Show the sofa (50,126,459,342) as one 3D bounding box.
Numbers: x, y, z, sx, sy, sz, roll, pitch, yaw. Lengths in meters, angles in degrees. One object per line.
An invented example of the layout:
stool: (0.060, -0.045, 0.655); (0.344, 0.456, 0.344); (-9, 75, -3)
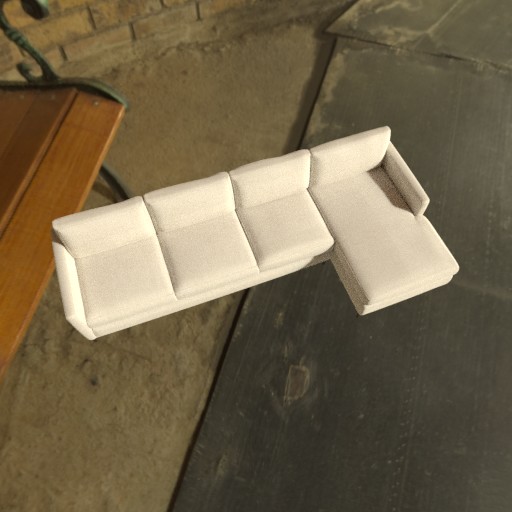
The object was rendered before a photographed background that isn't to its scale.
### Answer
sofa: (0.000, 0.000, 2.926); (2.445, 0.677, 1.126); (-18, 63, -9)
